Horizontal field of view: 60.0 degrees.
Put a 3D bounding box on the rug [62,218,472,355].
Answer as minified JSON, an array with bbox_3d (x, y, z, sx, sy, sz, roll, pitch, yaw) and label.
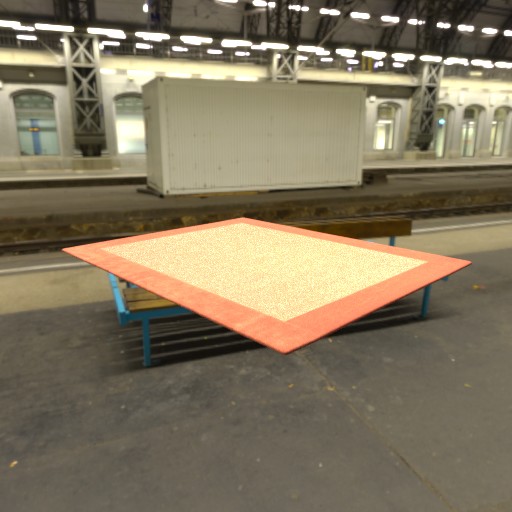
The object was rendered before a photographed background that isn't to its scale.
[{"bbox_3d":[0.000,0.000,4.111,2.430,0.018,2.976,-14,21,-42],"label":"rug"}]
